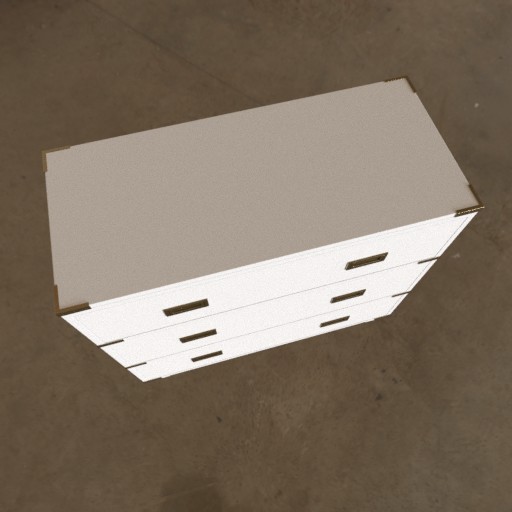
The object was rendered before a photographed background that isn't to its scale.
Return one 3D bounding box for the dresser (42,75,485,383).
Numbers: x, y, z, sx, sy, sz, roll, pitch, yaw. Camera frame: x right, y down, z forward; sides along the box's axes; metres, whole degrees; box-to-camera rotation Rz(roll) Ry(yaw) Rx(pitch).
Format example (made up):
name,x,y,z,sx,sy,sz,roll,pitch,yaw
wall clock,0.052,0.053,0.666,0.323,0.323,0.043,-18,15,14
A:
name,x,y,z,sx,sy,sz,roll,pitch,yaw
dresser,0.000,0.000,1.509,1.022,0.891,0.460,-14,65,-7
